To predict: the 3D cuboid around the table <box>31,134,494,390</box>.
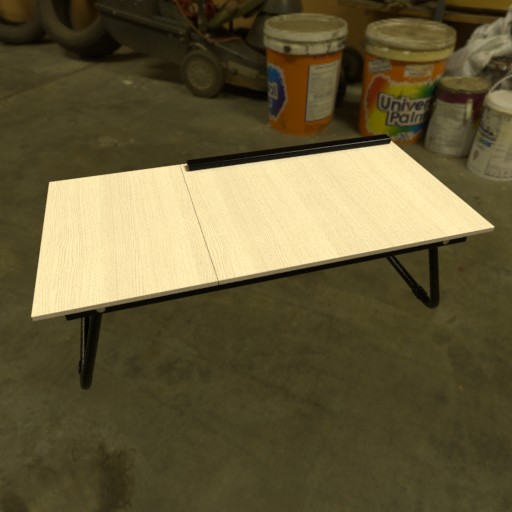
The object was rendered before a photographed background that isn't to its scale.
[{"bbox_3d":[0.000,0.000,0.775,0.644,0.242,0.322,-11,41,-12],"label":"table"}]
